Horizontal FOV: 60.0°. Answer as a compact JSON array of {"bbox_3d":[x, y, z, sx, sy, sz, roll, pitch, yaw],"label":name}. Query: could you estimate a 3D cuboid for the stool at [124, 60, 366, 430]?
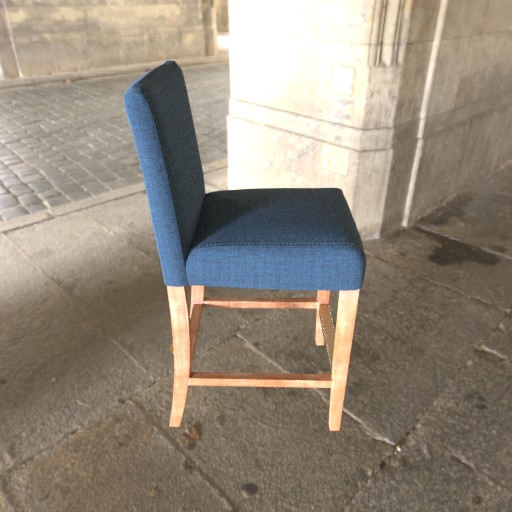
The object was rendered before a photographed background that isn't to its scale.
[{"bbox_3d":[0.000,0.000,1.334,0.567,1.039,0.454,0,31,0],"label":"stool"}]
